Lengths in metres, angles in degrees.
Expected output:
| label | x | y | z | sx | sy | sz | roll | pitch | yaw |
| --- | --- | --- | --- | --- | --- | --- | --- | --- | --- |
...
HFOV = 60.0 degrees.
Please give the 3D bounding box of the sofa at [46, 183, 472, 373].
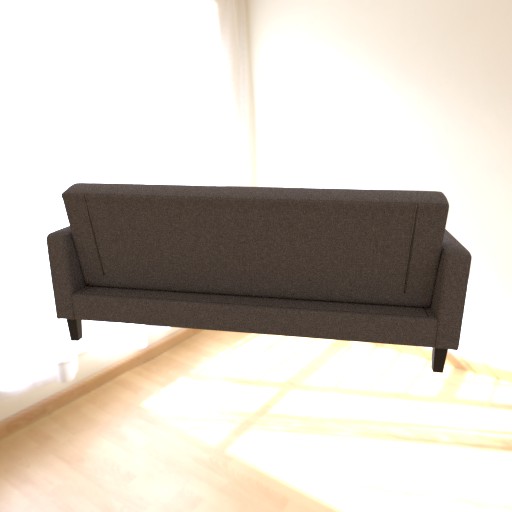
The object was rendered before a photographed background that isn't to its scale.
| label | x | y | z | sx | sy | sz | roll | pitch | yaw |
| --- | --- | --- | --- | --- | --- | --- | --- | --- | --- |
| sofa | 0.000 | 0.000 | 2.478 | 2.040 | 0.850 | 0.810 | 3 | 17 | 9 |
